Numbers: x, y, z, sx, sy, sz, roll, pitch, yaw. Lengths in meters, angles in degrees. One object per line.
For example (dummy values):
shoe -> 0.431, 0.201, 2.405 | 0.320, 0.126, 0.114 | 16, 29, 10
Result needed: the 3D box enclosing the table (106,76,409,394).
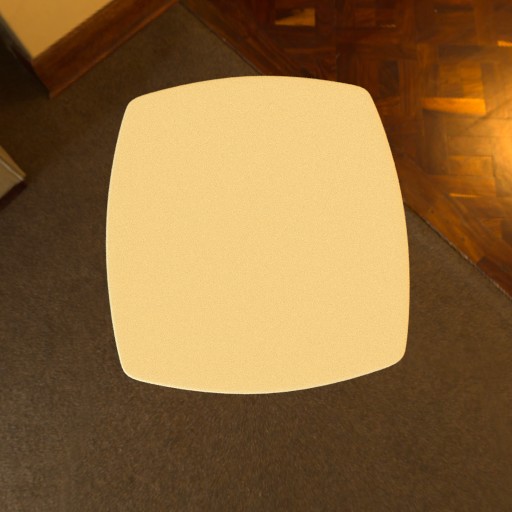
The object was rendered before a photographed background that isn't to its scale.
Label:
table -> 0.000, 0.000, 0.881 | 0.451, 0.438, 0.502 | -3, 75, -1
